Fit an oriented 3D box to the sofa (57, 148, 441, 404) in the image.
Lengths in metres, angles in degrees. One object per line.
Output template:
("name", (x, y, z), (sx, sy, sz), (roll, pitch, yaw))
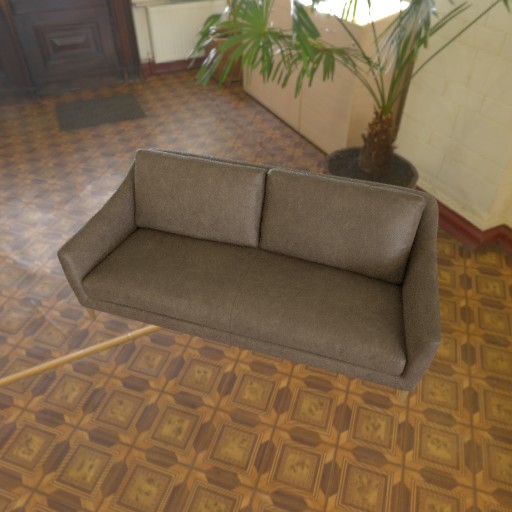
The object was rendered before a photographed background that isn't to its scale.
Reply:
("sofa", (0.000, 0.000, 2.629), (2.036, 0.902, 0.960), (12, 42, 13))
